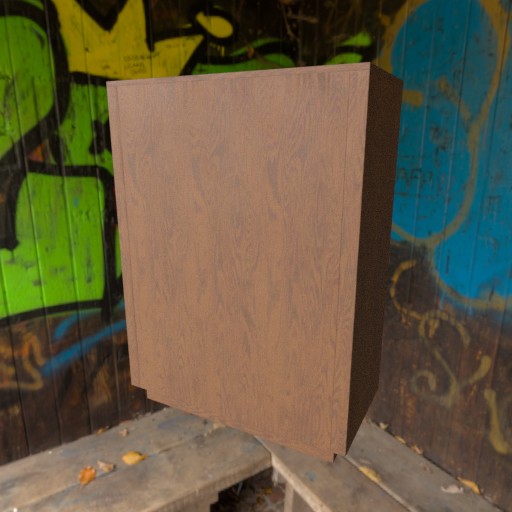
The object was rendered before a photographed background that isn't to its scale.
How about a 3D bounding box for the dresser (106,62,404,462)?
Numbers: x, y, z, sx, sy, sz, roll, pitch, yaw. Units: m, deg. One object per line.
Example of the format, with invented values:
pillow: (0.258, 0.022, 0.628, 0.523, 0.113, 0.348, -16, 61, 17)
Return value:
dresser: (0.000, 0.000, 1.792, 0.964, 1.320, 0.516, 8, 17, 27)
